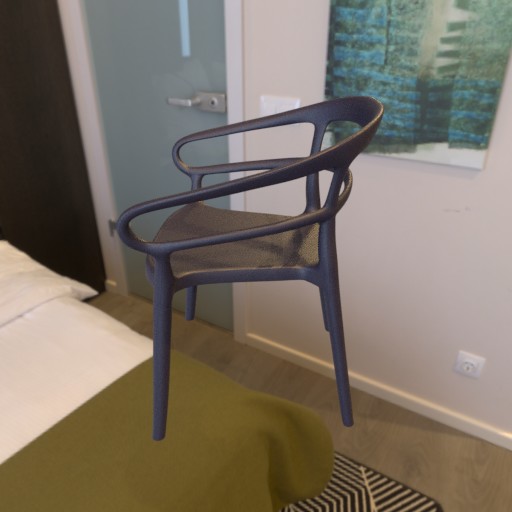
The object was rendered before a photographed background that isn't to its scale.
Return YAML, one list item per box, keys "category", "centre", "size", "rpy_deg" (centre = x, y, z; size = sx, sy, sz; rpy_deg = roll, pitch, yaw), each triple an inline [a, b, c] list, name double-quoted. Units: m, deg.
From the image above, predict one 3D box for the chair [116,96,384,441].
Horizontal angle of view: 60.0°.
- category: "chair"
  centre: [0.000, 0.000, 1.132]
  size: [0.527, 0.761, 0.559]
  rpy_deg: [1, 28, 1]
